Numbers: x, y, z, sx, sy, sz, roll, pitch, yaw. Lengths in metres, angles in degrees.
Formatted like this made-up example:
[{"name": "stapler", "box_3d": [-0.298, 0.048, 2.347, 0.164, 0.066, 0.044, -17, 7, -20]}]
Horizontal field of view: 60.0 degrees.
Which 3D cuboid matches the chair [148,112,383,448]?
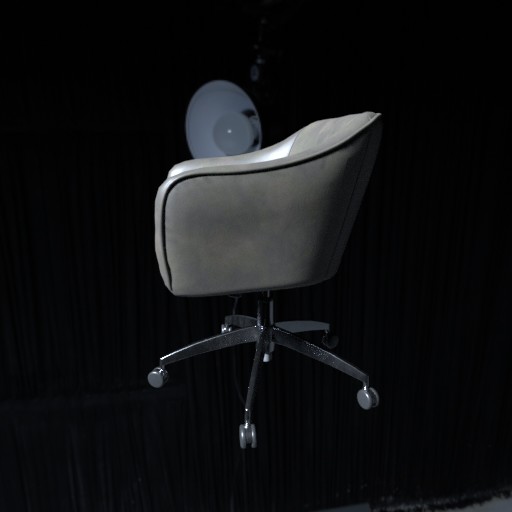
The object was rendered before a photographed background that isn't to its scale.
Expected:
[{"name": "chair", "box_3d": [0.000, 0.000, 1.352, 0.689, 0.827, 0.713, -2, 14, -8]}]
